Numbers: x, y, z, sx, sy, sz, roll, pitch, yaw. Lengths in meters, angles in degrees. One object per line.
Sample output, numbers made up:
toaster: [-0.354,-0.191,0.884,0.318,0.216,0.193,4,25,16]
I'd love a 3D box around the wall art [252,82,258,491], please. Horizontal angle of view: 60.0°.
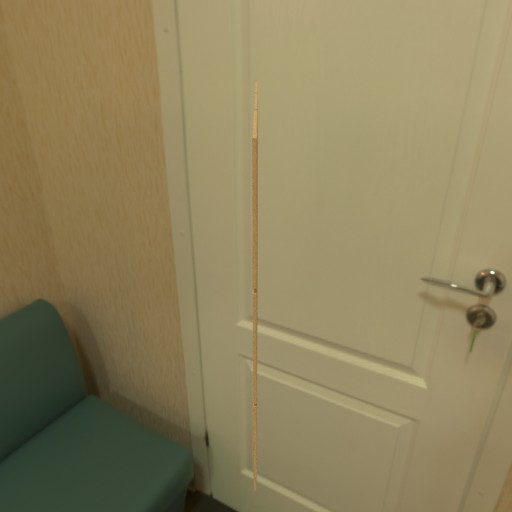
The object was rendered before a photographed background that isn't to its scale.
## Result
wall art: [0.000,0.000,2.253,0.014,1.507,1.519,0,27,0]
